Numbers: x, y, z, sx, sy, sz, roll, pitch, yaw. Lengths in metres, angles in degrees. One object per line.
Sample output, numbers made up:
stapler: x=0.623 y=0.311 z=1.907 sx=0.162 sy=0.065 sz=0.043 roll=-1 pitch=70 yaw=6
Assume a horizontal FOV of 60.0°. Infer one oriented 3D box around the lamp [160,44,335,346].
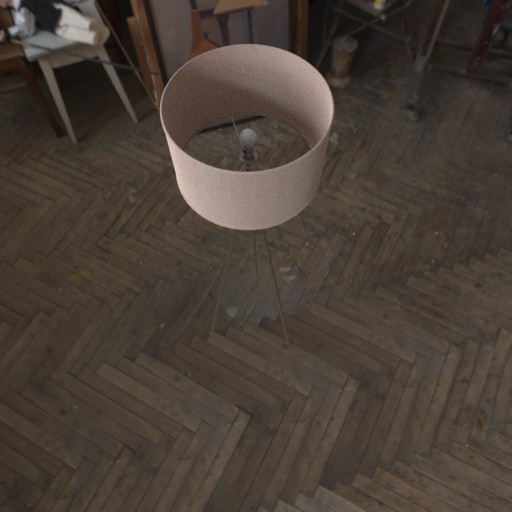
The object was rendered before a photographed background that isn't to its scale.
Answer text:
lamp: x=0.000 y=0.000 z=1.721 sx=0.460 sy=1.545 sz=0.449 roll=31 pitch=68 yaw=15
